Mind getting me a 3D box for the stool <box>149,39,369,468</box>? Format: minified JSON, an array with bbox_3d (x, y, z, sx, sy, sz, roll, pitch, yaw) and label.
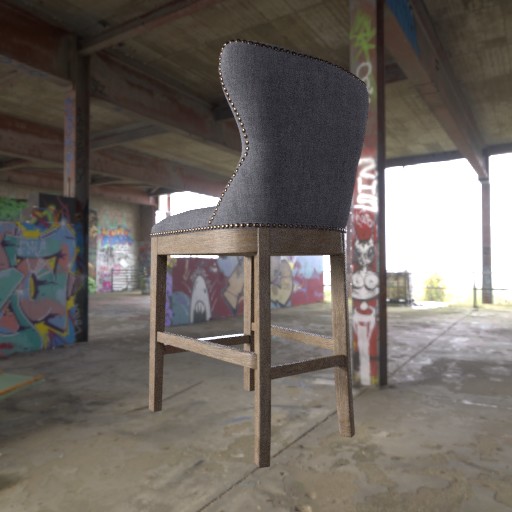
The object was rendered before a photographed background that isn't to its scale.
[{"bbox_3d":[0.000,0.000,1.303,0.498,0.981,0.608,1,-1,-37],"label":"stool"}]
